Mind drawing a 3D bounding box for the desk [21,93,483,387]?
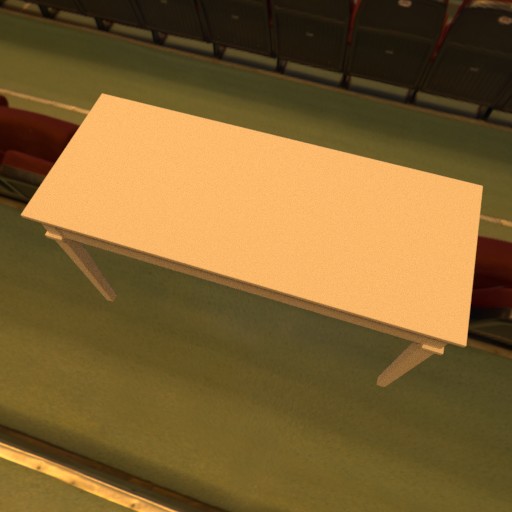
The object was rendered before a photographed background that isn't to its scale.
[{"bbox_3d":[0.000,0.000,1.758,1.372,0.774,0.559,16,64,8],"label":"desk"}]
